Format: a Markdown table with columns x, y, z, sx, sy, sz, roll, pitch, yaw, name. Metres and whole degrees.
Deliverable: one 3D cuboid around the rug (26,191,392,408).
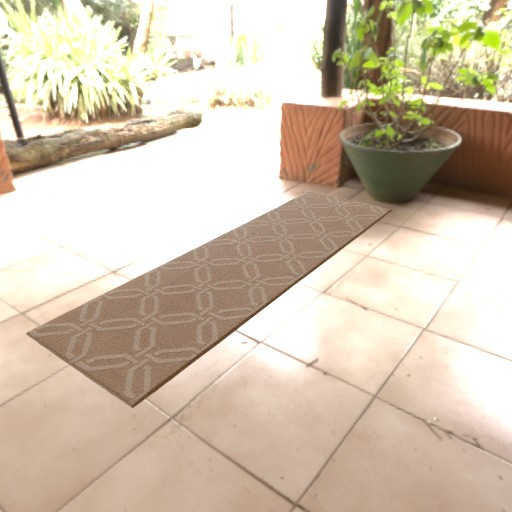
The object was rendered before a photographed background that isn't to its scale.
| x | y | z | sx | sy | sz | roll | pitch | yaw | name |
| --- | --- | --- | --- | --- | --- | --- | --- | --- | --- |
| 0.000 | 0.000 | 2.463 | 0.678 | 0.014 | 2.276 | 19 | 32 | 32 | rug |
